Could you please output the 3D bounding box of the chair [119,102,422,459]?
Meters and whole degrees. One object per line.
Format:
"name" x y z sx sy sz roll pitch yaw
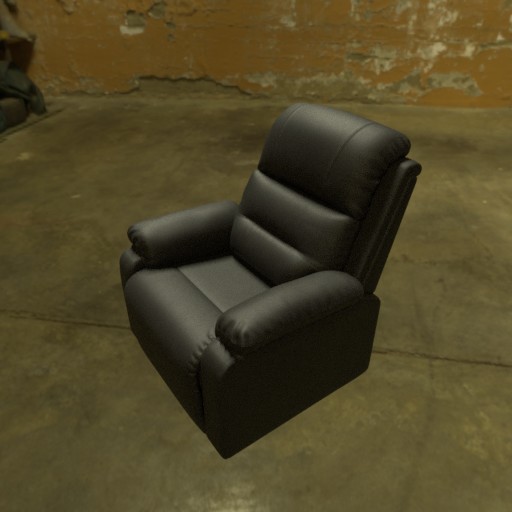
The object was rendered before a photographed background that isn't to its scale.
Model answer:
"chair" 0.000 0.000 1.701 0.919 0.992 0.855 -21 38 -30
